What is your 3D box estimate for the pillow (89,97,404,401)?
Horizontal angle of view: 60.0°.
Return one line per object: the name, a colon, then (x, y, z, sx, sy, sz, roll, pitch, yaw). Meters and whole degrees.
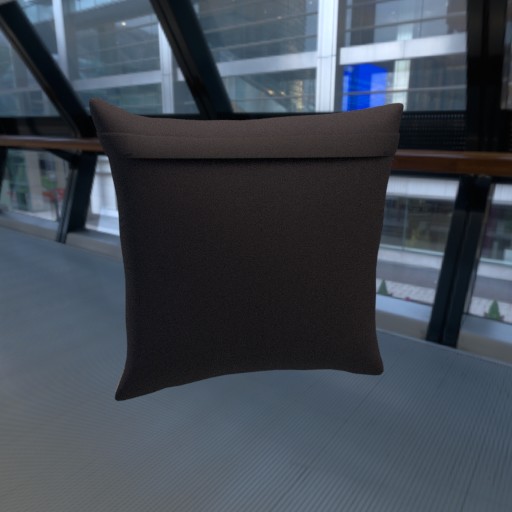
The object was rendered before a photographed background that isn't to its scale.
pillow: (0.000, 0.000, 0.610, 0.405, 0.406, 0.173, -3, 15, -10)
